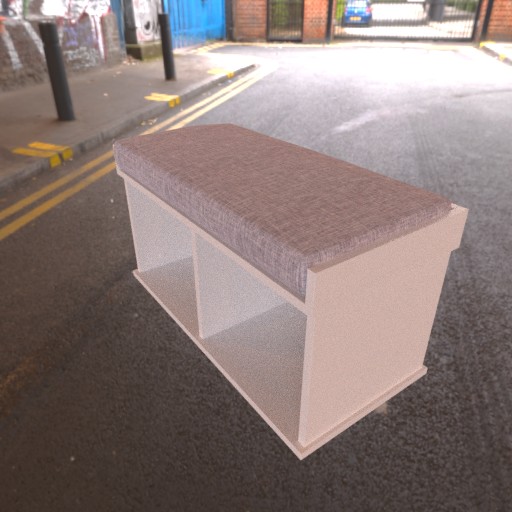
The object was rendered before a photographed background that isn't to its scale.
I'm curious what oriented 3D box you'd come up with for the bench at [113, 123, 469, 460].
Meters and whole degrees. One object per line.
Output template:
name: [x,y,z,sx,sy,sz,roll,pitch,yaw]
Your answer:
bench: [0.000,0.000,1.019,0.362,0.461,0.734,-20,35,-31]
